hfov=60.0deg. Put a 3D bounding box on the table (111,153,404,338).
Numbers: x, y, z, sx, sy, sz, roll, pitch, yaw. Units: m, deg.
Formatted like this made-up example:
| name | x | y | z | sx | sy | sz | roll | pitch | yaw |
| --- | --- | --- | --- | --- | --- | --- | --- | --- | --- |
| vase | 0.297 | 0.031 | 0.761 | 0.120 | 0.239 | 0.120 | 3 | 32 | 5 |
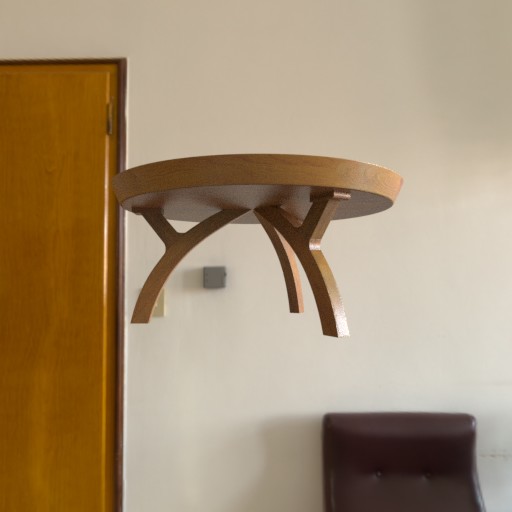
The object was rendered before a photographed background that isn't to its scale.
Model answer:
| name | x | y | z | sx | sy | sz | roll | pitch | yaw |
| --- | --- | --- | --- | --- | --- | --- | --- | --- | --- |
| table | 0.000 | 0.000 | 1.585 | 1.016 | 0.470 | 1.016 | 0 | -2 | 0 |
